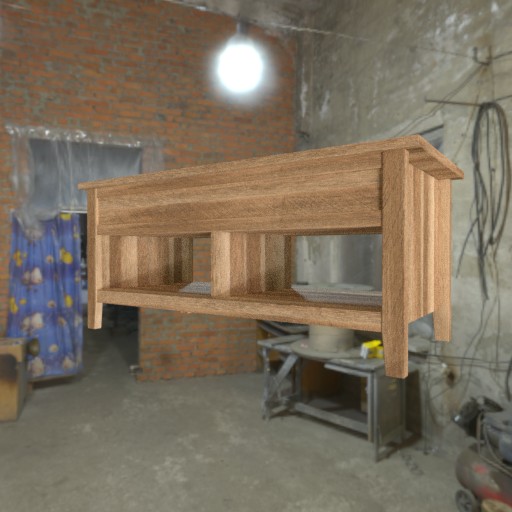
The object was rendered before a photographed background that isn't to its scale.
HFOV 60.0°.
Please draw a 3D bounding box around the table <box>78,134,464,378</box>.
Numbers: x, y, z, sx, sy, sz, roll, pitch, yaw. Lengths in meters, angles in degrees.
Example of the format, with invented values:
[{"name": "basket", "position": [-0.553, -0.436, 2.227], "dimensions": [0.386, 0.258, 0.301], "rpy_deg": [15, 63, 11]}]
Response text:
[{"name": "table", "position": [0.000, 0.000, 1.367], "dimensions": [1.095, 0.480, 0.493], "rpy_deg": [0, 1, 34]}]
